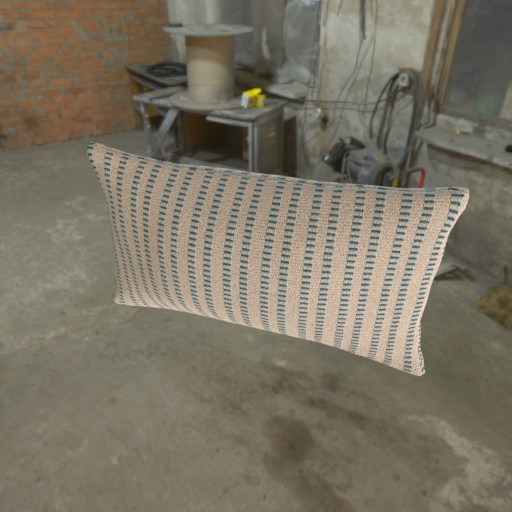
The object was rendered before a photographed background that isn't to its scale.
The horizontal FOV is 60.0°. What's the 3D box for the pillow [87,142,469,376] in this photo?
[{"bbox_3d":[0.000,0.000,0.794,0.640,0.353,0.210,10,33,16],"label":"pillow"}]
